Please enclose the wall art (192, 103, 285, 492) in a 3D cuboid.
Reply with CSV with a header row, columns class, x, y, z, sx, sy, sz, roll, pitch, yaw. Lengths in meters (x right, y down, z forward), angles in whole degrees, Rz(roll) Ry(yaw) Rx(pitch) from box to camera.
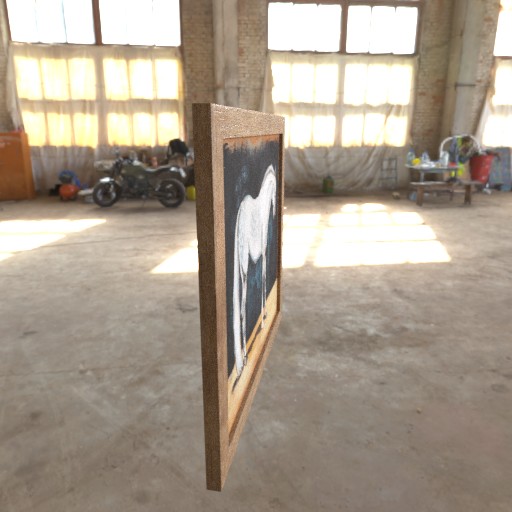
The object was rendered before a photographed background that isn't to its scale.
class,x,y,z,sx,sy,sz,roll,pitch,yaw
wall art,0.000,0.000,0.953,0.026,0.588,0.690,3,16,11
